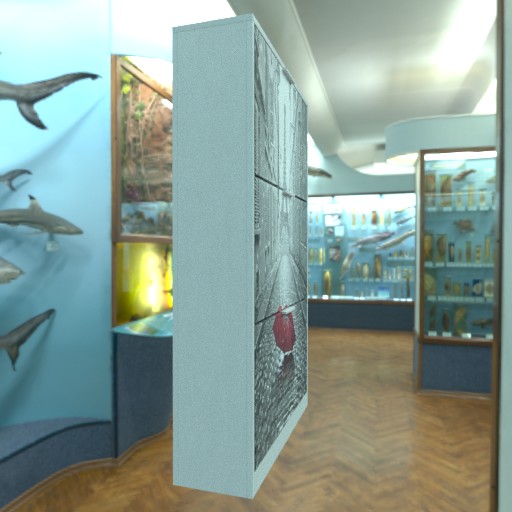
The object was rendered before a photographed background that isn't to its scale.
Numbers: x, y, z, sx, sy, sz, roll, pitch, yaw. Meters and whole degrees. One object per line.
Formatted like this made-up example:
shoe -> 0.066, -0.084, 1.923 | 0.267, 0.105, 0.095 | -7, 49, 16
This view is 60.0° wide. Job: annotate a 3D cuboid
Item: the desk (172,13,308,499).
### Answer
desk -> 0.000, 0.000, 1.558 | 0.250, 1.280, 0.750 | 0, 1, 18
